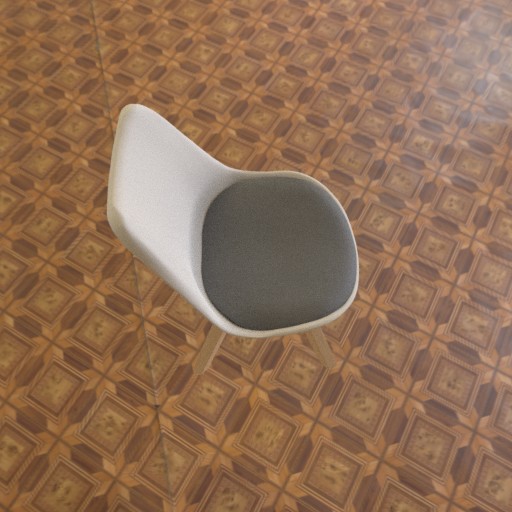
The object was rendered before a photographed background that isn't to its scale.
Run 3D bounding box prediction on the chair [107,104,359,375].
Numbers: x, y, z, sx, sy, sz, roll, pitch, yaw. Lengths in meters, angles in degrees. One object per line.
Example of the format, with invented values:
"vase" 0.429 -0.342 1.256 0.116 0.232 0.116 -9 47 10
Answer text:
"chair" 0.000 0.000 1.200 0.550 0.850 0.485 -2 64 -1
